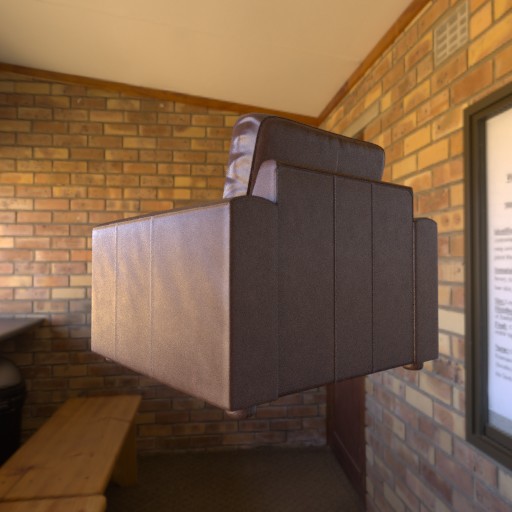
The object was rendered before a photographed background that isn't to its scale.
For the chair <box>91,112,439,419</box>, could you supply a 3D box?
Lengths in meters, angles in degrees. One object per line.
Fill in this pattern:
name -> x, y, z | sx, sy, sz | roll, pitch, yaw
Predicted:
chair -> 0.000, 0.000, 1.788 | 1.005, 0.873, 1.016 | 1, -1, -39
